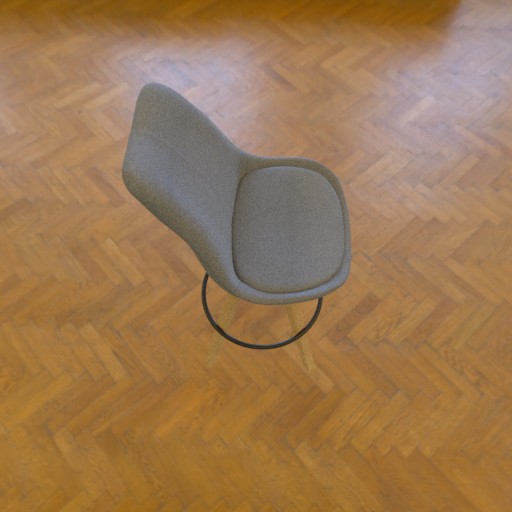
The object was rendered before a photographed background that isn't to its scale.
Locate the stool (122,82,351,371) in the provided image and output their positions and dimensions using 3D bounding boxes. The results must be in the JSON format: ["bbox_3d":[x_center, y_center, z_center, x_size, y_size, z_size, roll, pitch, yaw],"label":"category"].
[{"bbox_3d":[0.000,0.000,1.424,0.550,1.115,0.485,2,62,1],"label":"stool"}]
